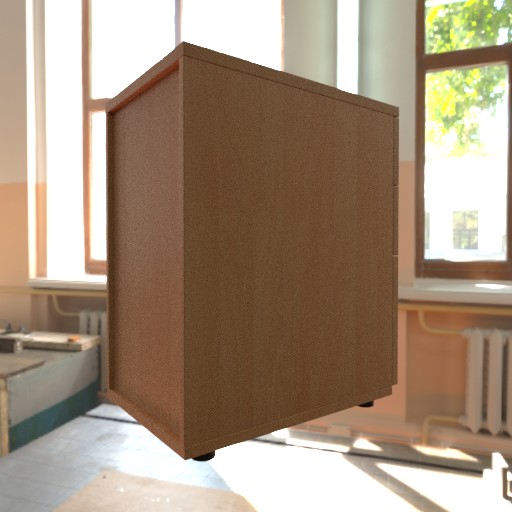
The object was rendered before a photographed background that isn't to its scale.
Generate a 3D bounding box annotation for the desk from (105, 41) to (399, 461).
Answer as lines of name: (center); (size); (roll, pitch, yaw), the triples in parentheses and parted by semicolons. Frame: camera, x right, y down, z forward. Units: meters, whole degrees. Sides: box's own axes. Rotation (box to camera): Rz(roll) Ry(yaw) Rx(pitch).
desk: (0.000, 0.000, 1.085); (0.600, 0.730, 0.404); (-1, 1, -37)
